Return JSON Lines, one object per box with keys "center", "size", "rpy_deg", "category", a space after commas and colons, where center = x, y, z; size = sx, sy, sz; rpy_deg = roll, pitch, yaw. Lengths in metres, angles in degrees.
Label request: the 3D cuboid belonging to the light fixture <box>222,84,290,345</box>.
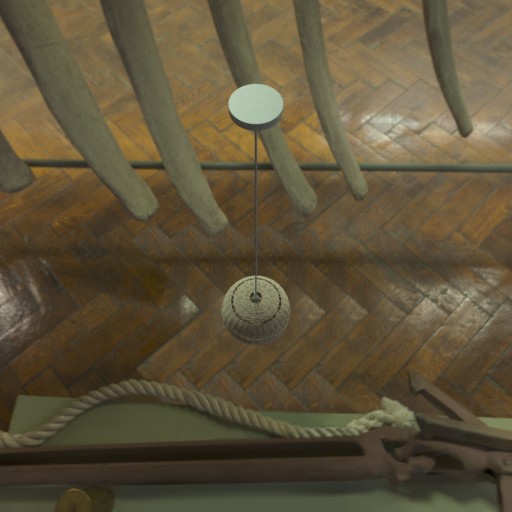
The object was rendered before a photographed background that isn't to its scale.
{"center": [0.000, 0.000, 2.238], "size": [0.457, 2.019, 0.457], "rpy_deg": [2, 63, 1], "category": "light fixture"}
